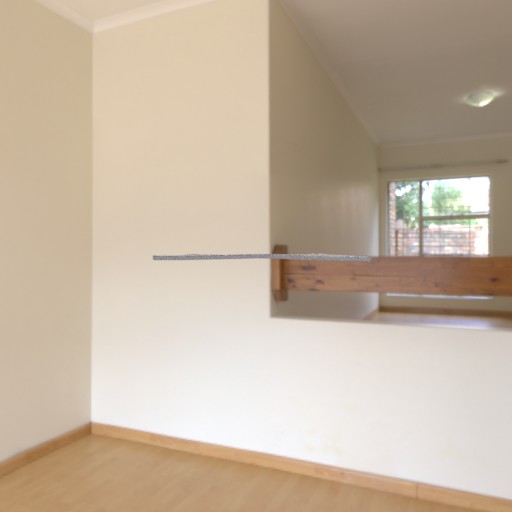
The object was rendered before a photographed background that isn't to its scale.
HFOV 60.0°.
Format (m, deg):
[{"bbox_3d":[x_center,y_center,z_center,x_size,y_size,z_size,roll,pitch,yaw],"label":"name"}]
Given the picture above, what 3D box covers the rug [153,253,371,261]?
[{"bbox_3d":[0.000,0.000,2.547,0.692,0.032,2.320,0,0,-1],"label":"rug"}]
